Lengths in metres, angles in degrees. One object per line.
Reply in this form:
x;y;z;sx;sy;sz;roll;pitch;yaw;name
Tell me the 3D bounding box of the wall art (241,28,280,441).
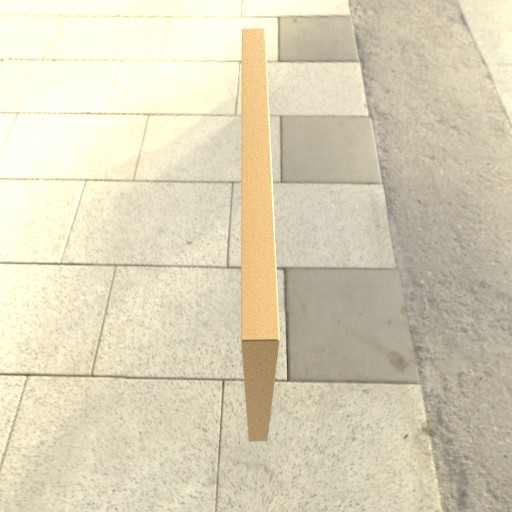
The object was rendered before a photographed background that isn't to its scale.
0.000;0.000;0.761;0.036;0.509;0.509;-1;58;0;wall art
